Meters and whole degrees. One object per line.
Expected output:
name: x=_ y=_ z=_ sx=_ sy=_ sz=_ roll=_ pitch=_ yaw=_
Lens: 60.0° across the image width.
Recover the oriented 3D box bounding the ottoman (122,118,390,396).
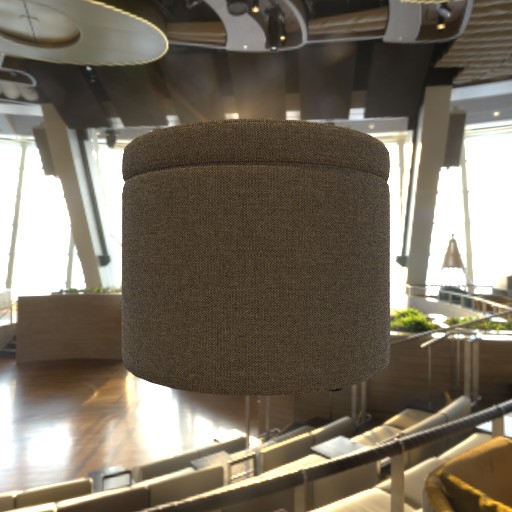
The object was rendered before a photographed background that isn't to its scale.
ottoman: x=0.000 y=0.000 z=0.862 sx=0.500 sy=0.419 sz=0.500 roll=0 pitch=0 yaw=0
